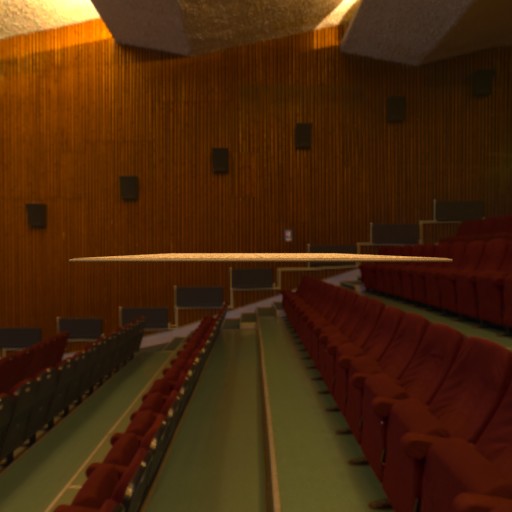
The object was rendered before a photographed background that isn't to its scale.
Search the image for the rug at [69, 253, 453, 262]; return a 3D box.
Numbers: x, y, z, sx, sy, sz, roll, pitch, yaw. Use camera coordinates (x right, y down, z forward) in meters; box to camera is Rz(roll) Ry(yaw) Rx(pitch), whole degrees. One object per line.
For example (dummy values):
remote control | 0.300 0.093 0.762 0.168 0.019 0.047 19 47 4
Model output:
rug | 0.000 0.000 2.329 1.224 0.012 1.847 0 1 -1
